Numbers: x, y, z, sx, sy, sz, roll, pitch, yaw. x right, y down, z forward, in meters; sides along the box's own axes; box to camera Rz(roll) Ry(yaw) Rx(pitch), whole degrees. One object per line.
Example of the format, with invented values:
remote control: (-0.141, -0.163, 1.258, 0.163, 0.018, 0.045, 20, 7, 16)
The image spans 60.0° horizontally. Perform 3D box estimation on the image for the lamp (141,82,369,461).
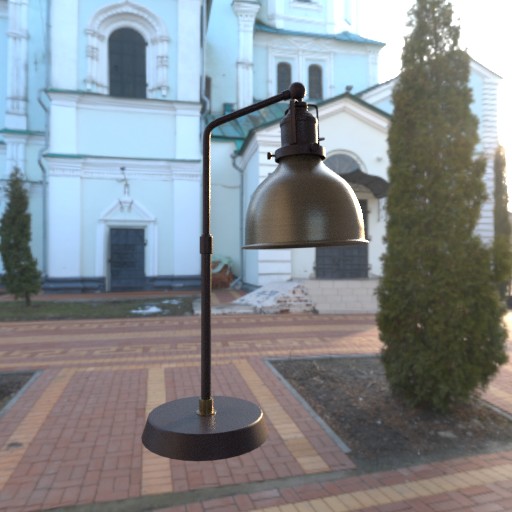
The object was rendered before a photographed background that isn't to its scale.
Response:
lamp: (0.000, 0.000, 0.593, 0.298, 0.469, 0.175, 0, -1, 0)
